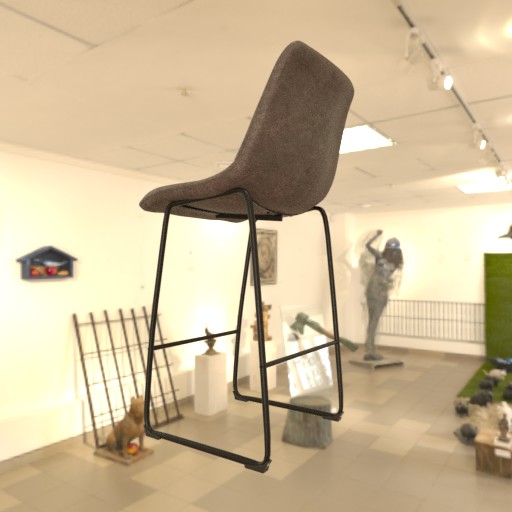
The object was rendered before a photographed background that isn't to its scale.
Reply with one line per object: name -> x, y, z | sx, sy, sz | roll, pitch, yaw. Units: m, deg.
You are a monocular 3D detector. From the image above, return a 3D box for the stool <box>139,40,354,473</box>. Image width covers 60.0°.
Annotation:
stool -> 0.000, 0.000, 1.392 | 0.561, 1.082, 0.514 | -1, -1, 35
